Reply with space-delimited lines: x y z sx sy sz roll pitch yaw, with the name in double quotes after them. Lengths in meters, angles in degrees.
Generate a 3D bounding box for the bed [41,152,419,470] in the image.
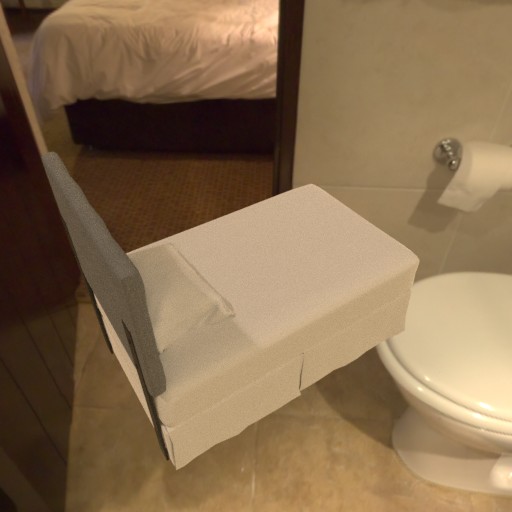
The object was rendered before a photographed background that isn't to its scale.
0.000 0.000 2.892 1.997 1.571 1.261 -24 47 -25 "bed"
